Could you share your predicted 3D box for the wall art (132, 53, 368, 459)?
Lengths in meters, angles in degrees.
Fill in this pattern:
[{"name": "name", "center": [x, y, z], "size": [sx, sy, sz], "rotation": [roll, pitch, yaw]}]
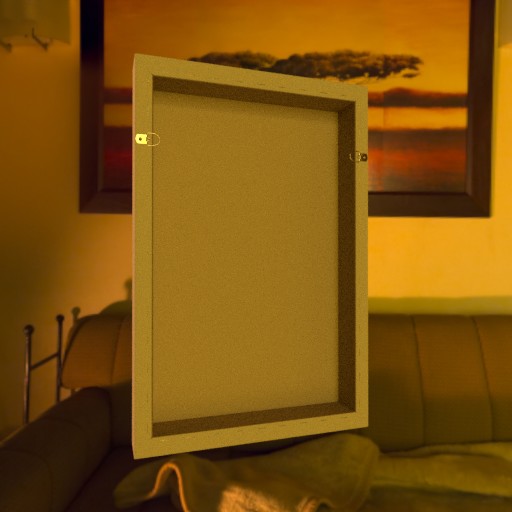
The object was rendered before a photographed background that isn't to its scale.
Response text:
[{"name": "wall art", "center": [0.000, 0.000, 0.473], "size": [0.252, 0.381, 0.039], "rotation": [0, 0, -19]}]
